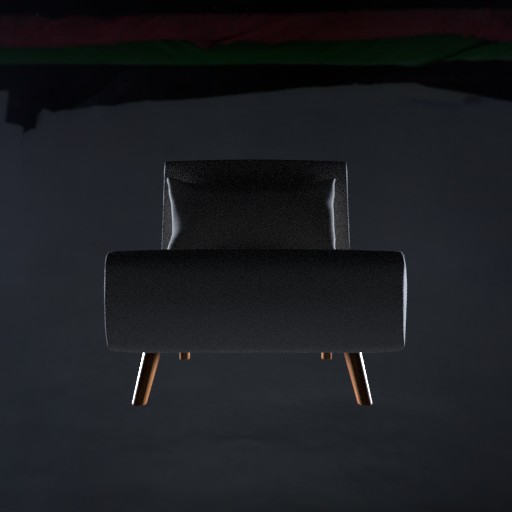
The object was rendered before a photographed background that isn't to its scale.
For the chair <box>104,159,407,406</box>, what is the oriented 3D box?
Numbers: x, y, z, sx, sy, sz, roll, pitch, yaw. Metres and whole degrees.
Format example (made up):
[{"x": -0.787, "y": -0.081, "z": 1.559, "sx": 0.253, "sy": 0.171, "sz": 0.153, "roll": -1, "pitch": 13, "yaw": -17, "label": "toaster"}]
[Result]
[{"x": 0.000, "y": 0.000, "z": 1.489, "sx": 0.770, "sy": 0.808, "sz": 0.902, "roll": 0, "pitch": 0, "yaw": 0, "label": "chair"}]
